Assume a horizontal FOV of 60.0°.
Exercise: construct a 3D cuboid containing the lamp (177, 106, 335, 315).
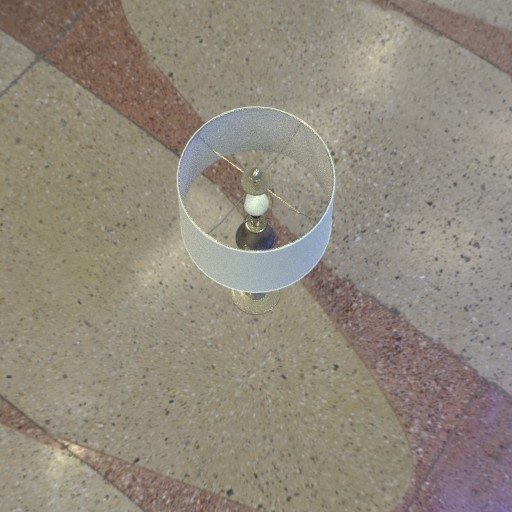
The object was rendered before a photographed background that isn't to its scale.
[{"bbox_3d":[0.000,0.000,1.681,0.431,1.488,0.431,0,76,0],"label":"lamp"}]
